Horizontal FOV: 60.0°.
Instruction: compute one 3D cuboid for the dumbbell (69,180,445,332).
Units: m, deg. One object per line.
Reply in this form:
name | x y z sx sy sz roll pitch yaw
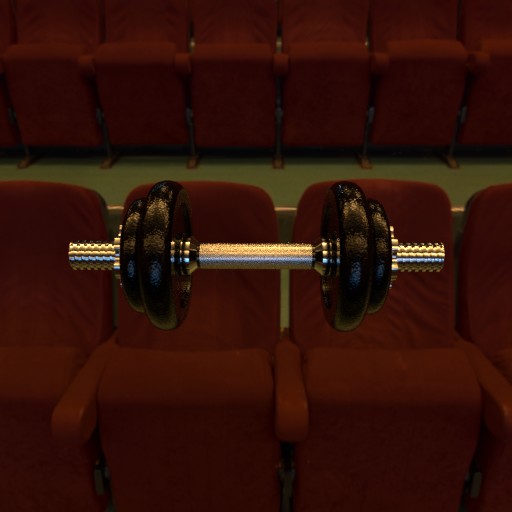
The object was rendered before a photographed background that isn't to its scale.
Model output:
dumbbell | 0.000 0.000 0.601 0.497 0.202 0.202 0 30 1
